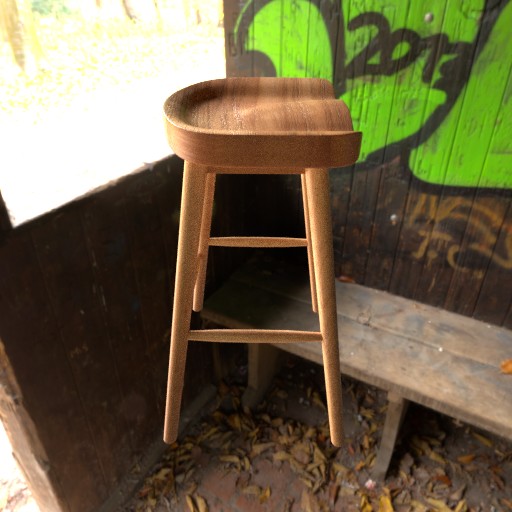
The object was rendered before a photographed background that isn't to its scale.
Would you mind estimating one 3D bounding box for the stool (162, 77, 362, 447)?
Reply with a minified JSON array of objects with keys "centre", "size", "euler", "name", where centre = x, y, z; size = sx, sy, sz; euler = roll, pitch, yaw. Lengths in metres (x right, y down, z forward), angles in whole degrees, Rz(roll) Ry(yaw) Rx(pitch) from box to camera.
[{"centre":[0.000,0.000,0.900],"size":[0.361,0.615,0.440],"euler":[1,32,1],"name":"stool"}]
